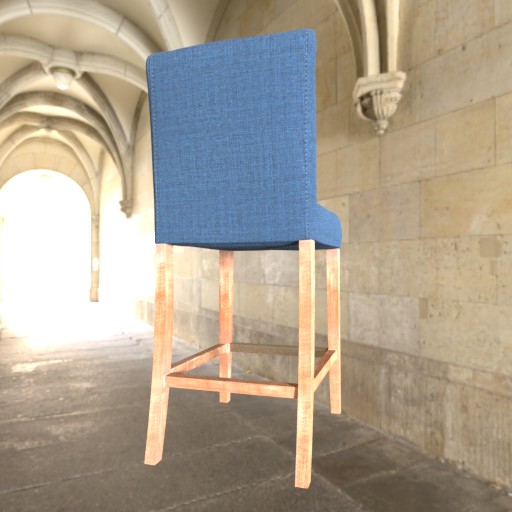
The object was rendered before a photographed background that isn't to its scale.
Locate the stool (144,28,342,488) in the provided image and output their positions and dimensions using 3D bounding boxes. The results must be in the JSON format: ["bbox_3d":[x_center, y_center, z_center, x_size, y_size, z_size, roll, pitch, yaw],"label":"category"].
[{"bbox_3d":[0.000,0.000,1.309,0.454,1.039,0.567,0,-1,17],"label":"stool"}]
